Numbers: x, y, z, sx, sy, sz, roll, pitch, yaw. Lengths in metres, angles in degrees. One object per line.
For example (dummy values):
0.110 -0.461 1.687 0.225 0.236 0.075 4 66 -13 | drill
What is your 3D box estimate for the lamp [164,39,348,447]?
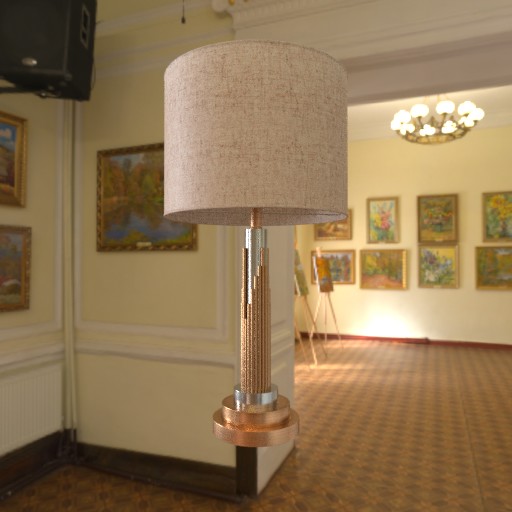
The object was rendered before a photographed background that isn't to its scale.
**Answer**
0.000 0.000 0.785 0.321 0.610 0.321 -1 -1 35 | lamp
